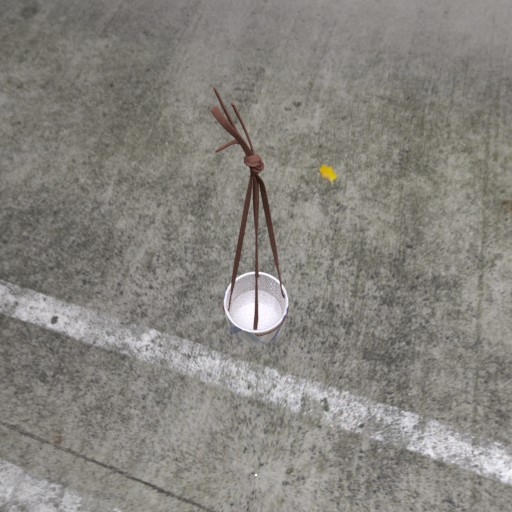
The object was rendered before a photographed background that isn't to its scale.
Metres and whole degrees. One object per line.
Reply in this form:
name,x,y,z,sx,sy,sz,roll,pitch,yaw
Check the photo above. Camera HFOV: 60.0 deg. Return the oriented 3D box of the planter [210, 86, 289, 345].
planter,0.000,0.000,0.822,0.157,0.753,0.153,16,65,8
